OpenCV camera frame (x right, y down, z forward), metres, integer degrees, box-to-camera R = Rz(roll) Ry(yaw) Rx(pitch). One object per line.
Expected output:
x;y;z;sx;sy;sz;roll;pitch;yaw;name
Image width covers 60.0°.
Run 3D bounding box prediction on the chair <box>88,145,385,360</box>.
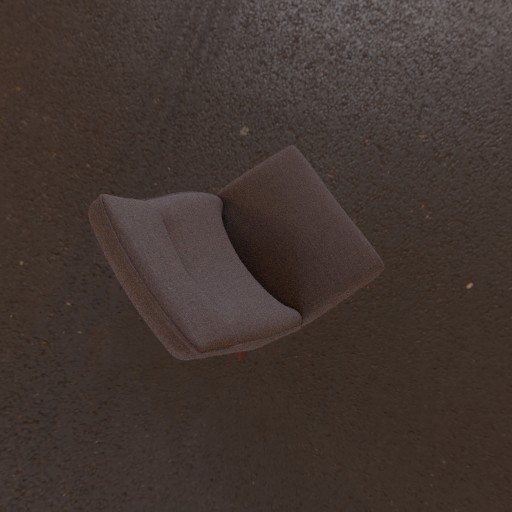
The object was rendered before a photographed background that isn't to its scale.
0.000;0.000;1.316;0.620;0.930;0.500;-33;78;-8;chair
